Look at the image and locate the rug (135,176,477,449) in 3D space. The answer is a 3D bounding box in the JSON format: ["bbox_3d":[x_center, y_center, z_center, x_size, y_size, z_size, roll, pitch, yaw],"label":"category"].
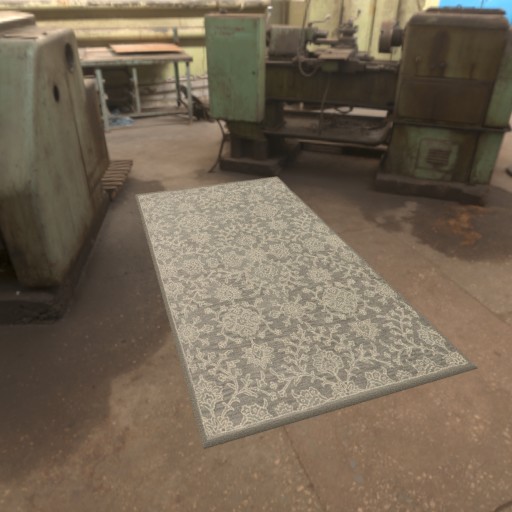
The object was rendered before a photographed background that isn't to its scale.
[{"bbox_3d":[0.000,0.000,3.464,1.546,0.011,3.048,-10,33,-16],"label":"rug"}]
